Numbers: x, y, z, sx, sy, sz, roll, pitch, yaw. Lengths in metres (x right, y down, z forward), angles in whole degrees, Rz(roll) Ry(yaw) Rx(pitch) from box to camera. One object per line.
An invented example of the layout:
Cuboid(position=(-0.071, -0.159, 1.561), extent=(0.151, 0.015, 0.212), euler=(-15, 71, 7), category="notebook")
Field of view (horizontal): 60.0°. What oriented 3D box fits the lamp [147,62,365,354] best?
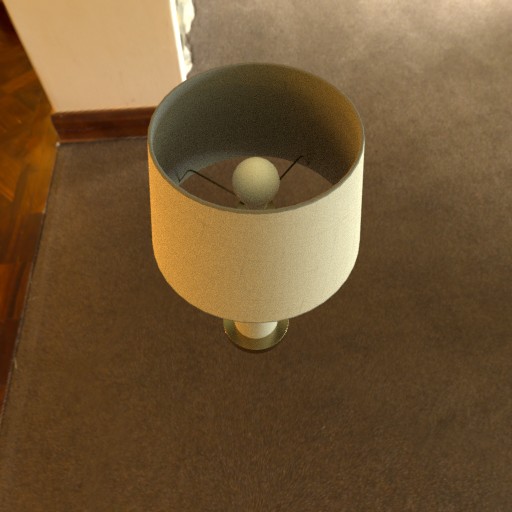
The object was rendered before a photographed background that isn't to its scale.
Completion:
Cuboid(position=(0.000, 0.000, 0.732), extent=(0.309, 0.545, 0.309), euler=(0, 58, 0), category="lamp")
